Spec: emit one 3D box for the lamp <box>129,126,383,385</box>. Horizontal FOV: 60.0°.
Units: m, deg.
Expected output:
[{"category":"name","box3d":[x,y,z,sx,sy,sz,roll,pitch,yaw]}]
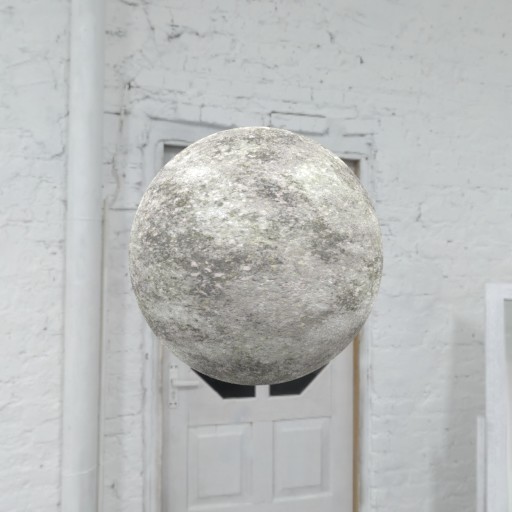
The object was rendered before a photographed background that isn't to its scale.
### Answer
[{"category":"lamp","box3d":[0.000,0.000,0.763,0.422,0.429,0.422,0,0,0]}]
